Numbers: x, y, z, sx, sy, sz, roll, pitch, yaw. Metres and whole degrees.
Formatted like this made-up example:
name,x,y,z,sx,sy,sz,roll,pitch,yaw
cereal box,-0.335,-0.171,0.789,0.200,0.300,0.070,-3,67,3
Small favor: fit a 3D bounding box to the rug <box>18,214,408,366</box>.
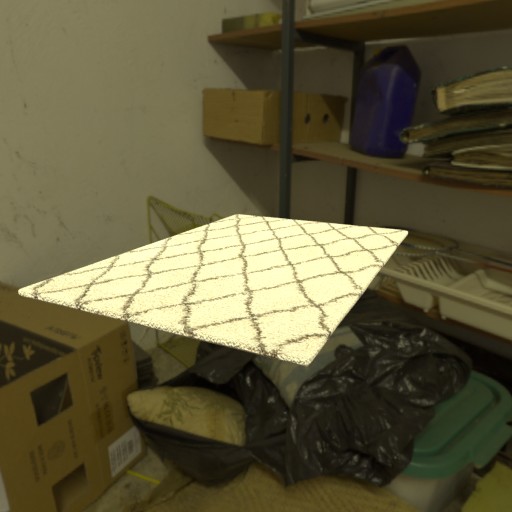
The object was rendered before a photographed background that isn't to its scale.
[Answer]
name,x,y,z,sx,sy,sz,roll,pitch,yaw
rug,0.000,0.000,2.247,1.219,0.030,1.778,8,18,26
